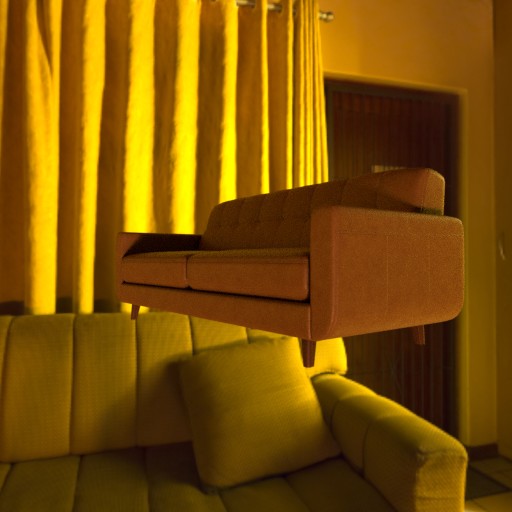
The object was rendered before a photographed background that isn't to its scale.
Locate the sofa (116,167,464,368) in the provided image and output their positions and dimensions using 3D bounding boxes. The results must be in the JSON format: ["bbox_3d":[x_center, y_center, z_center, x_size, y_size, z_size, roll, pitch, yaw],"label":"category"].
[{"bbox_3d":[0.000,0.000,2.694,0.980,0.892,2.137,0,-1,-38],"label":"sofa"}]
